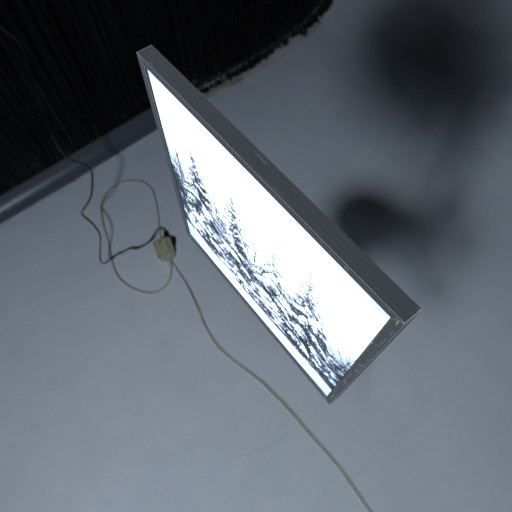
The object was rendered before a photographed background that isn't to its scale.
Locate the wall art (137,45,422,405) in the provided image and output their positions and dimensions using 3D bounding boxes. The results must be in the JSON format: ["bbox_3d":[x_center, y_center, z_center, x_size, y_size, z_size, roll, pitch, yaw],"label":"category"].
[{"bbox_3d":[0.000,0.000,1.139,0.037,0.761,0.761,-35,68,-17],"label":"wall art"}]
